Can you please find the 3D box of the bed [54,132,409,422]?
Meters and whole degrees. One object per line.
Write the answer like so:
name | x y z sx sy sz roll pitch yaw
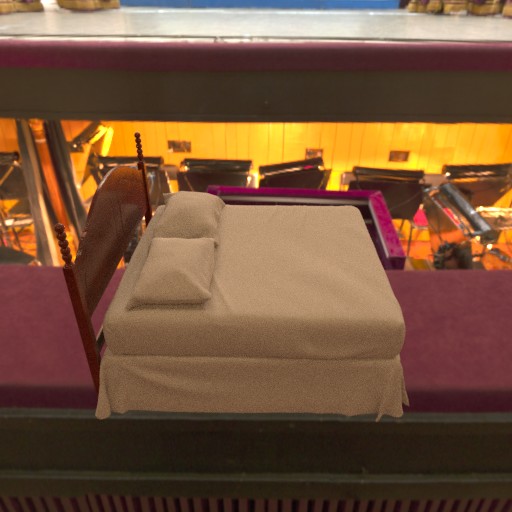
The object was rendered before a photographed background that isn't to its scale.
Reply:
bed | 0.000 0.000 3.265 2.040 1.356 1.873 1 32 1
